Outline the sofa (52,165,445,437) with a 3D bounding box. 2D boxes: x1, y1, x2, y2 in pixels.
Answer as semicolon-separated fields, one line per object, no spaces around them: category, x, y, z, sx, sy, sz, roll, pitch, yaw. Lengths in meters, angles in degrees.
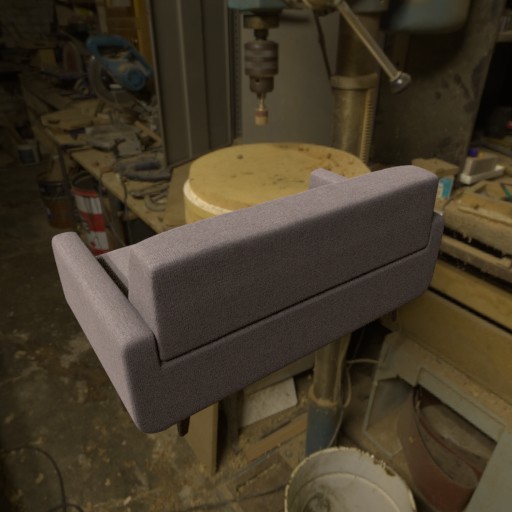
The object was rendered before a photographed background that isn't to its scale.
sofa;0.000;0.000;2.136;1.631;0.841;0.909;-19;35;-30
